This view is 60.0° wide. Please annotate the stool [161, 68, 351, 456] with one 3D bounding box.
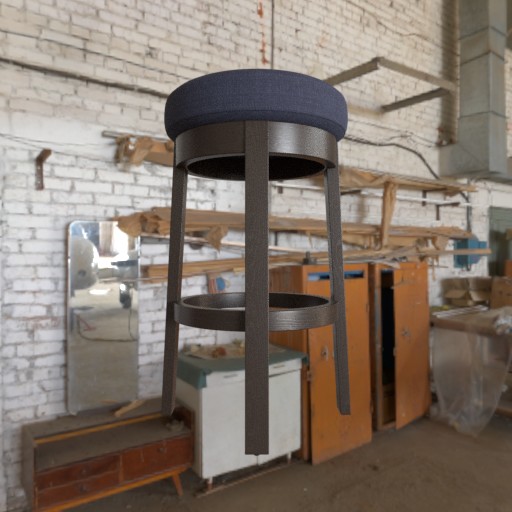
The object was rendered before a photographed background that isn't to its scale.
[{"bbox_3d":[0.000,0.000,1.058,0.446,0.758,0.446,0,1,0],"label":"stool"}]
